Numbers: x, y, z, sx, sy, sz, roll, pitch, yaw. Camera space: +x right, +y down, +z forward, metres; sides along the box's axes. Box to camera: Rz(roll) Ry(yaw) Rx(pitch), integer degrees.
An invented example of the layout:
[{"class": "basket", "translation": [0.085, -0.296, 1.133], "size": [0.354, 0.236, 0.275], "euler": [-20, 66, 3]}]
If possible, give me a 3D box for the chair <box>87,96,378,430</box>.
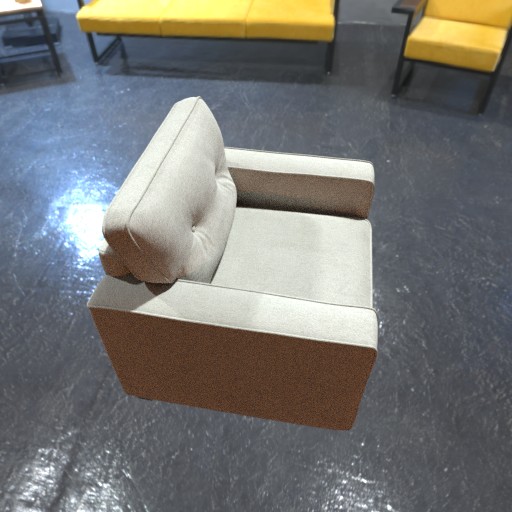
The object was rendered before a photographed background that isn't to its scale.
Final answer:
[{"class": "chair", "translation": [0.000, 0.000, 1.804], "size": [0.939, 0.965, 1.015], "euler": [7, 46, 7]}]
